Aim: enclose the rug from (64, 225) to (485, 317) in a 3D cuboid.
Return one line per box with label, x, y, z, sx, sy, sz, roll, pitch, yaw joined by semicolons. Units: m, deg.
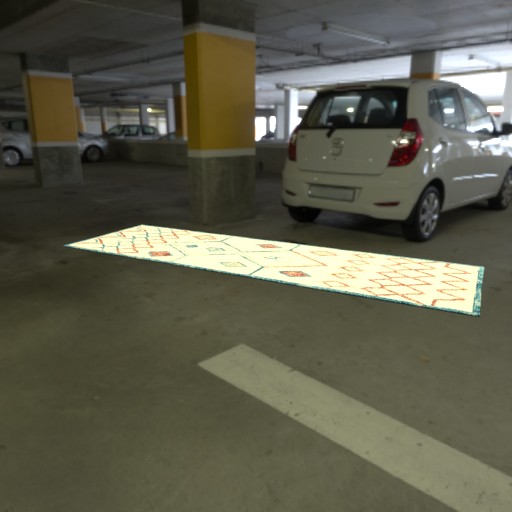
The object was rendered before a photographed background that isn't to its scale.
rug;0.000;0.000;2.651;2.435;0.011;0.750;8;18;27
